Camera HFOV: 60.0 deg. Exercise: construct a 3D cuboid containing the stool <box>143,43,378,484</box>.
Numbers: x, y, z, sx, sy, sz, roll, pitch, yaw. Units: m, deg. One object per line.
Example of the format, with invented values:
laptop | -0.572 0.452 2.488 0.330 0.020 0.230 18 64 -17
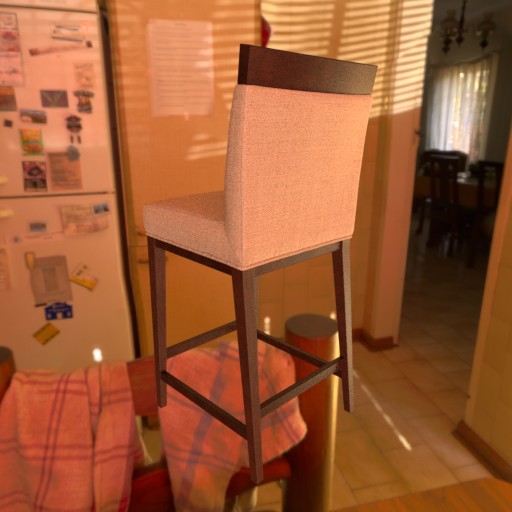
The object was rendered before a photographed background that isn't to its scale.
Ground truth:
stool | 0.000 0.000 1.259 0.463 1.011 0.480 -16 23 -42
